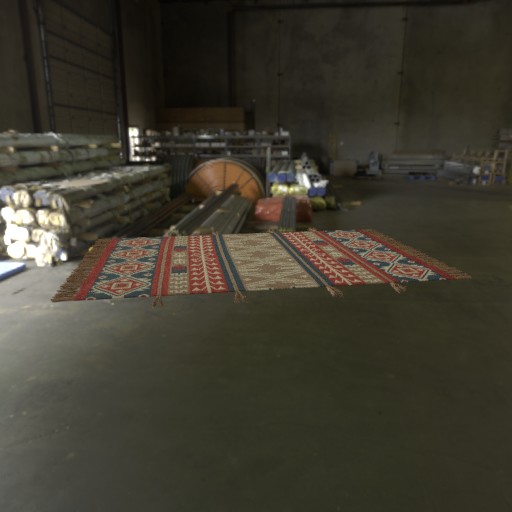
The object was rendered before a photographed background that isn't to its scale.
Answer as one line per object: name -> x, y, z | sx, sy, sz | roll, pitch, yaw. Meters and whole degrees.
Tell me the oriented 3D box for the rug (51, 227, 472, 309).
rug -> 0.000, 0.000, 3.198 | 2.450, 0.048, 1.778 | -3, 15, -9
